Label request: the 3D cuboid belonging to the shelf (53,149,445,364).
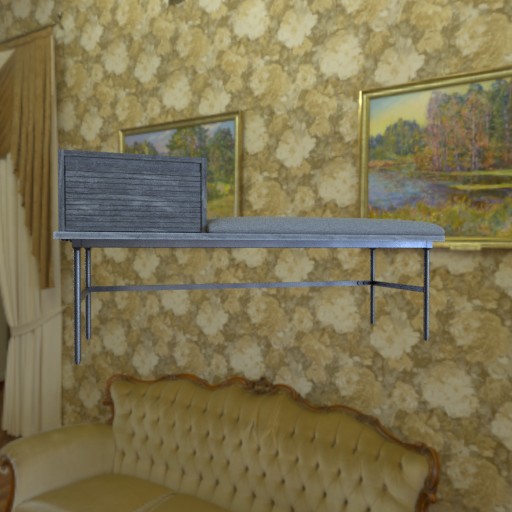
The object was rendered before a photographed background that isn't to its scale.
[{"bbox_3d":[0.000,0.000,1.673,1.342,0.633,0.457,0,1,-16],"label":"shelf"}]
